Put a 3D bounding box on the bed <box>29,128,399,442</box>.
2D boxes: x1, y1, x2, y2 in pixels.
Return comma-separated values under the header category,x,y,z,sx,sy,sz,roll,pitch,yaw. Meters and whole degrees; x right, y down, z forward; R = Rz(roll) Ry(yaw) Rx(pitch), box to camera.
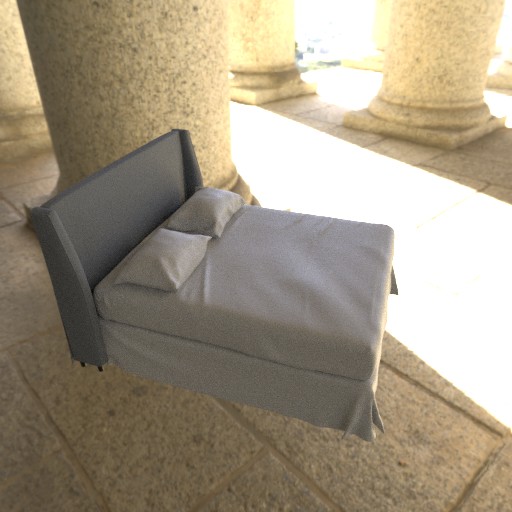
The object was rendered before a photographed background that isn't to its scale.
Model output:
category,x,y,z,sx,sy,sz,roll,pitch,yaw
bed,0.000,0.000,3.454,2.276,1.332,1.925,10,33,16
